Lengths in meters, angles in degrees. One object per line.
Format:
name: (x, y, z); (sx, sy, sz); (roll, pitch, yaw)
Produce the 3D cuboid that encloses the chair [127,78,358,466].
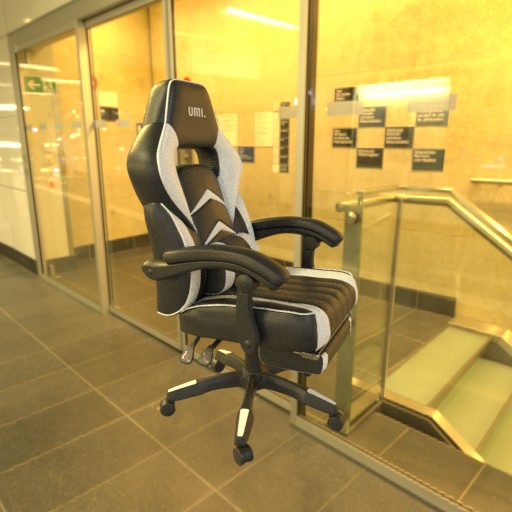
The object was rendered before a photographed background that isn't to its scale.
chair: (0.000, 0.000, 1.582); (0.700, 1.200, 0.676); (7, 16, 25)
